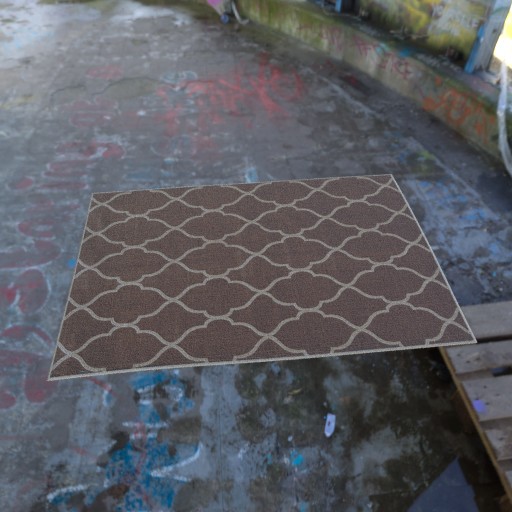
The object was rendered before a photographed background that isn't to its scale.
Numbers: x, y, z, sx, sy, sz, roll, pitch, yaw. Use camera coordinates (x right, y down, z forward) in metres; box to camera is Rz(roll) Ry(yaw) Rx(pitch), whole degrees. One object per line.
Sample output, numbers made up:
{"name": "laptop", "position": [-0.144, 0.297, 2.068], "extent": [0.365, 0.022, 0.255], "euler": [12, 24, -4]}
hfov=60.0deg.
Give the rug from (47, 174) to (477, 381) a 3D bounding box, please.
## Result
{"name": "rug", "position": [0.000, 0.000, 2.852], "extent": [2.294, 0.014, 1.528], "euler": [-4, 47, -4]}
